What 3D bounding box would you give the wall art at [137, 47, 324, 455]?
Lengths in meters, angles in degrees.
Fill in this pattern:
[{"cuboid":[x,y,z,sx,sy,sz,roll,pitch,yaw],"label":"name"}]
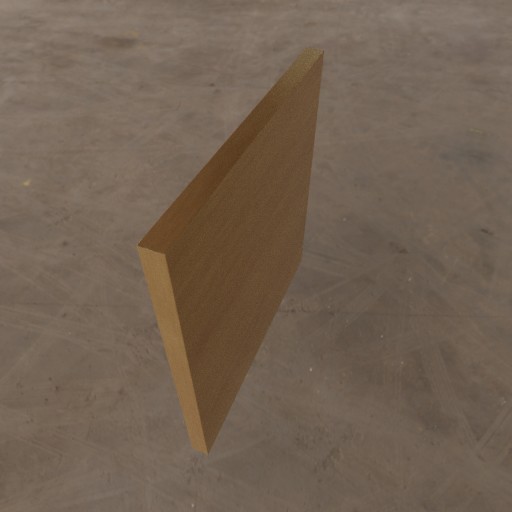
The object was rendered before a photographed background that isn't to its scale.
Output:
[{"cuboid":[0.000,0.000,0.452,0.019,0.302,0.302,17,49,16],"label":"wall art"}]
